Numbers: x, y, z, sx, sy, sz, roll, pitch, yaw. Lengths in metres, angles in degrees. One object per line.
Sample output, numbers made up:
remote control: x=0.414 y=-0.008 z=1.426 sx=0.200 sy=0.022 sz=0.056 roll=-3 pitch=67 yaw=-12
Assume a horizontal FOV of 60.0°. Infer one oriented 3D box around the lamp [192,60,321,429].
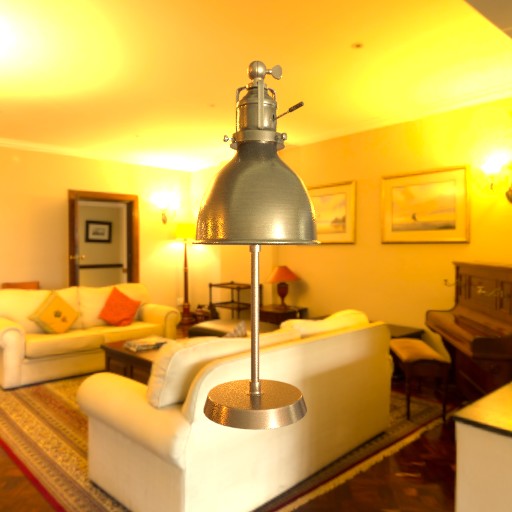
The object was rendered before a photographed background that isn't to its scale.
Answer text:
lamp: x=0.000 y=0.000 z=0.588 sx=0.153 sy=0.456 sz=0.286 roll=0 pitch=1 yaw=-1
